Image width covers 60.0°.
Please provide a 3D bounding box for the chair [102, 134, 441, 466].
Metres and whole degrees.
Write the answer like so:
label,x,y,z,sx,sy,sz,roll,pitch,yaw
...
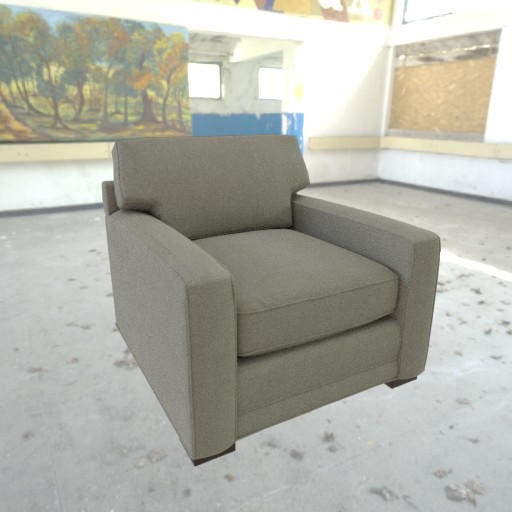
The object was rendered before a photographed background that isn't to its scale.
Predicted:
label,x,y,z,sx,sy,sz,roll,pitch,yaw
chair,0.000,0.000,1.832,0.999,0.934,1.044,-10,20,-28
